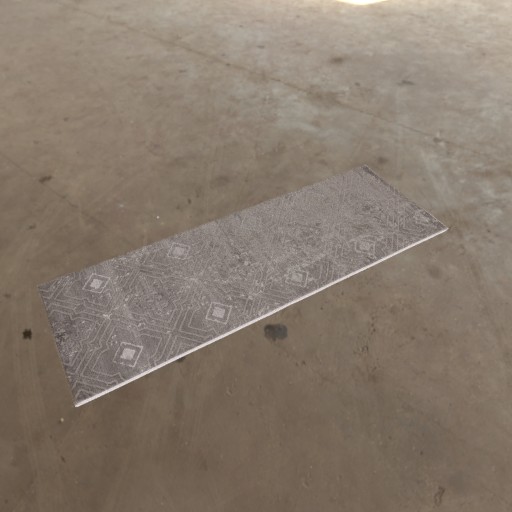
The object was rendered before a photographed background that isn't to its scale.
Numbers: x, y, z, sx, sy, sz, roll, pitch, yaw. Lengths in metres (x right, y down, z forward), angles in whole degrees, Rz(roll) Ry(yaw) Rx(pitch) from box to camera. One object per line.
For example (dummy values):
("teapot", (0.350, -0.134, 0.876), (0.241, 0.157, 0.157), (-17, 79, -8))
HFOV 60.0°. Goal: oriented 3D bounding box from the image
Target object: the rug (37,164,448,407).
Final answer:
("rug", (0.000, 0.000, 2.671), (2.381, 0.035, 0.832), (-23, 50, -21))
